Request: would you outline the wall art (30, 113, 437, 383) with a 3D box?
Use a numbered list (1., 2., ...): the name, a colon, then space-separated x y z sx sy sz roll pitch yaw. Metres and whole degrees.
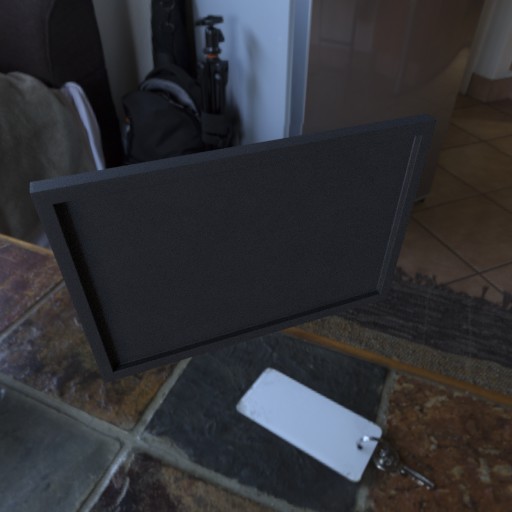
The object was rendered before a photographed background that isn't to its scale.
1. wall art: 0.000 0.000 0.564 0.443 0.301 0.021 -14 43 -15
